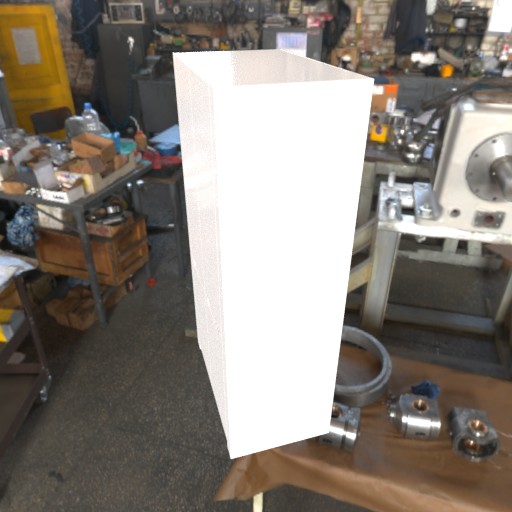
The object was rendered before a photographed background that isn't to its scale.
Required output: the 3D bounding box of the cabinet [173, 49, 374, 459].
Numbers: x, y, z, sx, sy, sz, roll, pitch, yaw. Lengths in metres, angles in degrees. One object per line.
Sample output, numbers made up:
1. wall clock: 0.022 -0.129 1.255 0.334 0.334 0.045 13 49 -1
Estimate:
1. cabinet: 0.000 0.000 2.391 0.580 1.920 0.980 -9 32 -14
